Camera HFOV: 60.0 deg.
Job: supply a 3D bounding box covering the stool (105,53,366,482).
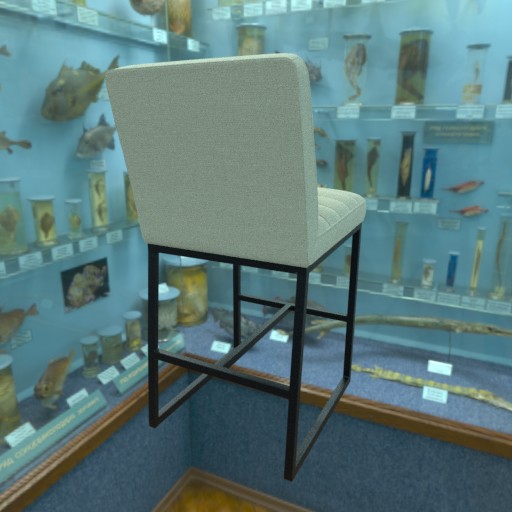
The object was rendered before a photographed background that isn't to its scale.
[{"bbox_3d":[0.000,0.000,1.214,0.460,0.940,0.560,8,18,27],"label":"stool"}]
